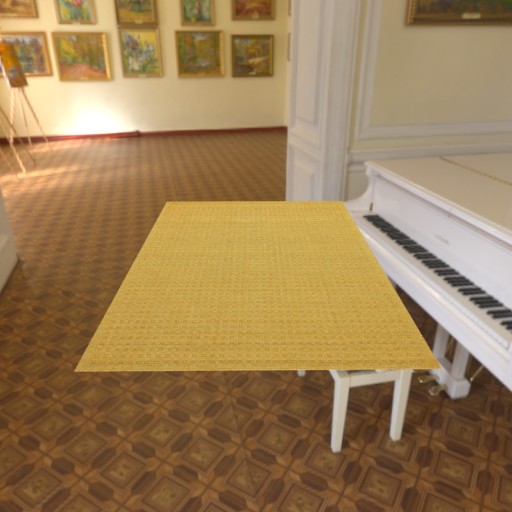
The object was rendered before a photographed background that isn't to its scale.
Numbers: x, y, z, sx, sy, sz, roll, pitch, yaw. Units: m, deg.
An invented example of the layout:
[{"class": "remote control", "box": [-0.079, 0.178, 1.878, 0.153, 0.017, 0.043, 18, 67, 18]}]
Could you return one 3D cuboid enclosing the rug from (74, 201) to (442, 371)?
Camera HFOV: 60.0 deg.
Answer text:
[{"class": "rug", "box": [0.000, 0.000, 3.703, 1.981, 0.006, 2.895, 0, 25, -1]}]
